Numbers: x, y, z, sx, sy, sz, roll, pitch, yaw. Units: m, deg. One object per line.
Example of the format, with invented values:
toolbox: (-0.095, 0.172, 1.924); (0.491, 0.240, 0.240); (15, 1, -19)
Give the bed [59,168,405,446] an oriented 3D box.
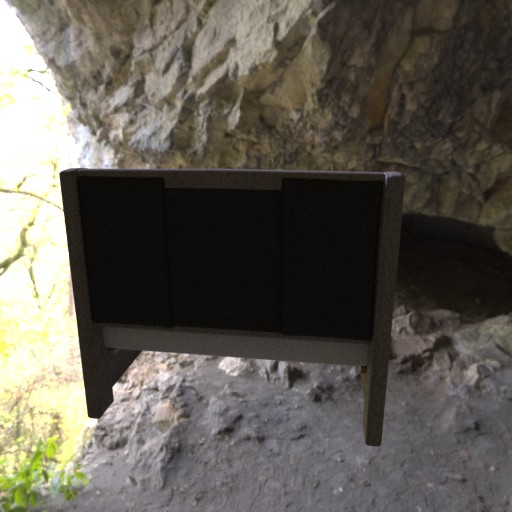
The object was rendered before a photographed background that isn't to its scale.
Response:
bed: (0.000, 0.000, 3.396); (1.714, 1.476, 2.245); (2, 16, 8)
